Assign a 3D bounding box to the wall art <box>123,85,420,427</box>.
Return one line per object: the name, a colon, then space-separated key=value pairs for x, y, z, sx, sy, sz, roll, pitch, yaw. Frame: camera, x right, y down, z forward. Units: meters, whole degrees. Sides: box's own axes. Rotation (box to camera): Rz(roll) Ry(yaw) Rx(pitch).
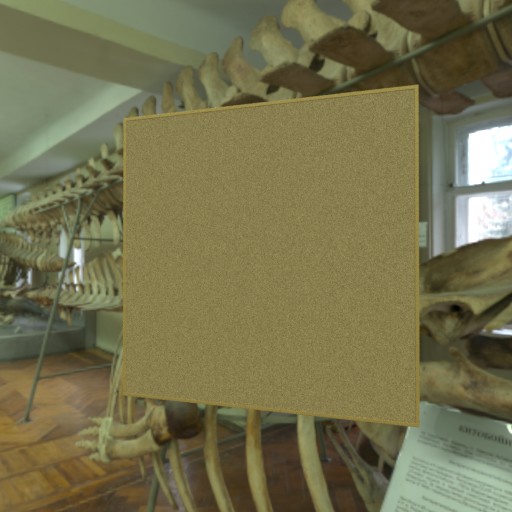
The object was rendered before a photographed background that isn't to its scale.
wall art: x=0.000 y=0.000 z=1.394 sx=0.962 sy=0.959 sz=0.013 roll=0 pitch=-1 yaw=18
